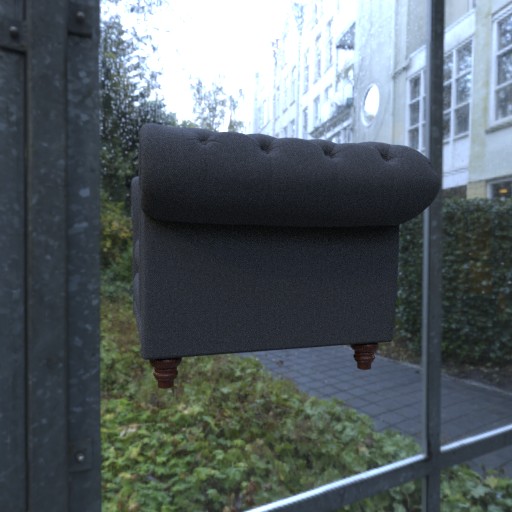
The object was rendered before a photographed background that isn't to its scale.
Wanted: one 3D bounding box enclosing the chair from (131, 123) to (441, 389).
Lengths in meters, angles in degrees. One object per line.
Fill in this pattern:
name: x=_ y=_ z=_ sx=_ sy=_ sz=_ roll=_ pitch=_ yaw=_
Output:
chair: x=0.000 y=0.000 z=1.847 sx=0.976 sy=0.770 sz=1.270 roll=0 pitch=2 yaw=-17
